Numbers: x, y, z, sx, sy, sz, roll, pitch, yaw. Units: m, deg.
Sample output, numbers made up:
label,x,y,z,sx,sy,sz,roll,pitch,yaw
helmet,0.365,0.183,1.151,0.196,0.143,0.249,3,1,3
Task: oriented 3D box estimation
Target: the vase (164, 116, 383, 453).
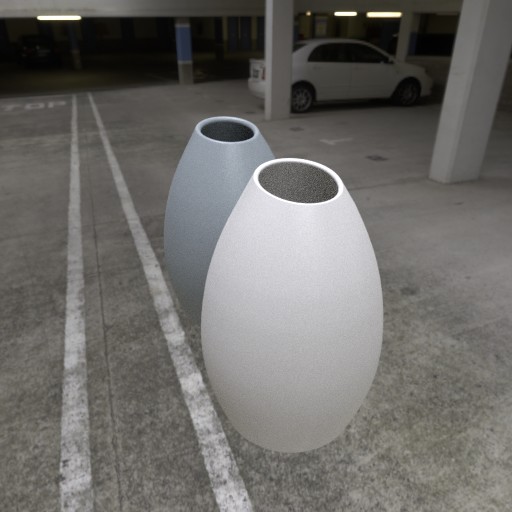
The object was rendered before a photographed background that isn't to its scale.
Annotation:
label,x,y,z,sx,sy,sz,roll,pitch,yaw
vase,0.000,0.000,0.255,0.089,0.131,0.187,-10,31,-18
